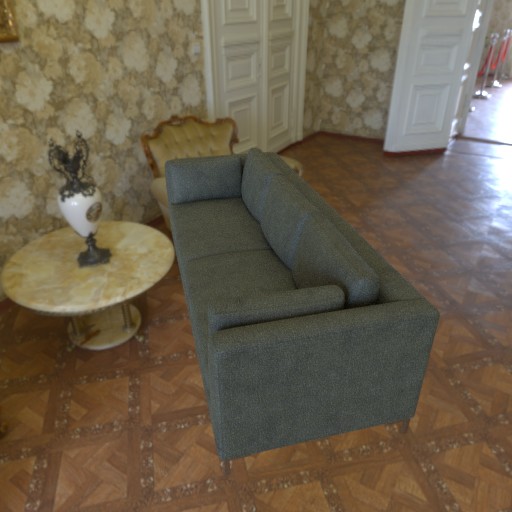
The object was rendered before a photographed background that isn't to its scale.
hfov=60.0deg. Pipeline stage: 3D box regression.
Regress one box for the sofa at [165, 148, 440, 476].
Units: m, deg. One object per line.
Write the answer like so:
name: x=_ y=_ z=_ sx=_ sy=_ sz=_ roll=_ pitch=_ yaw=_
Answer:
sofa: x=0.000 y=0.000 z=2.904 sx=0.969 sy=0.867 sz=2.415 roll=-7 pitch=30 yaw=-13
